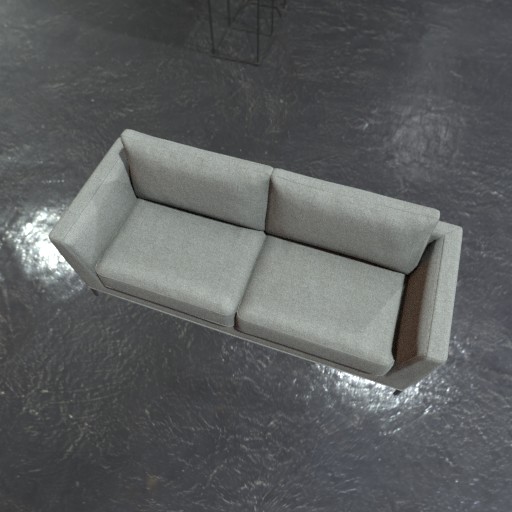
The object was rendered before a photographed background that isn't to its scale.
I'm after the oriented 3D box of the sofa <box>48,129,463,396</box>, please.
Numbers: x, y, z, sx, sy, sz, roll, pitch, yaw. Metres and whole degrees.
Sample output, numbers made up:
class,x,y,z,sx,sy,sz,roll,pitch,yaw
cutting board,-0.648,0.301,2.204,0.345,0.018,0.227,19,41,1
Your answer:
class,x,y,z,sx,sy,sz,roll,pitch,yaw
sofa,0.000,0.000,2.706,2.212,1.002,0.869,16,60,10
